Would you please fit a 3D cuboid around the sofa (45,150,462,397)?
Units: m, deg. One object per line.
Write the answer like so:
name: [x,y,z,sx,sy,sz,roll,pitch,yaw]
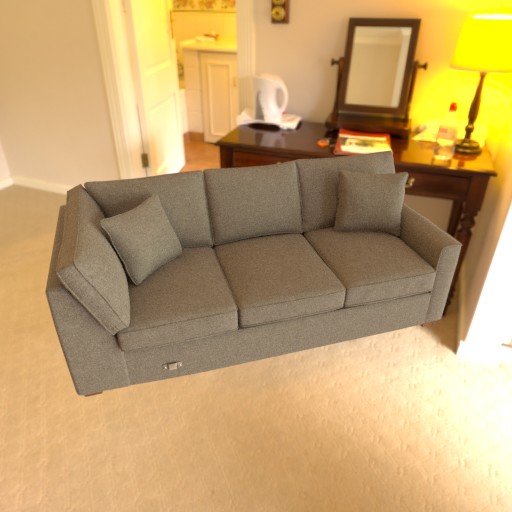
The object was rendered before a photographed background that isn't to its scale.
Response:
sofa: [0.000,0.000,2.836,2.317,0.962,1.061,-9,32,-14]
